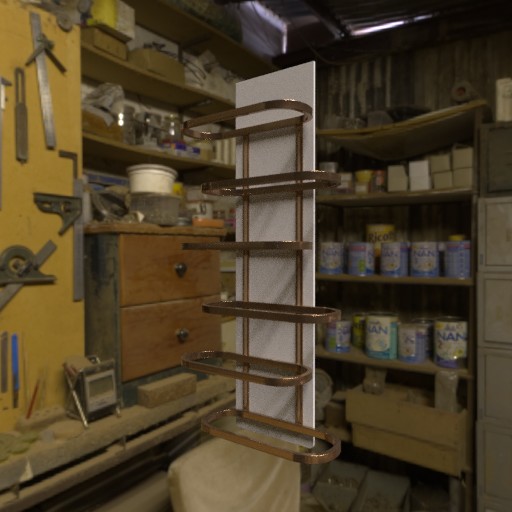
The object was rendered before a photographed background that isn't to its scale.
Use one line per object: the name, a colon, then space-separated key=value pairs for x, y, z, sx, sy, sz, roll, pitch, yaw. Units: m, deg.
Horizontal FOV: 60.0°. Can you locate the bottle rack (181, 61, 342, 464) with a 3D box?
bottle rack: x=0.000 y=0.000 z=0.818 sx=0.332 sy=0.709 sz=0.118 roll=0 pitch=1 yaw=36
